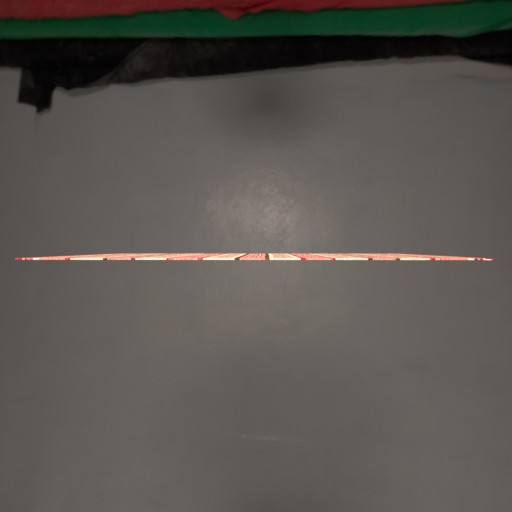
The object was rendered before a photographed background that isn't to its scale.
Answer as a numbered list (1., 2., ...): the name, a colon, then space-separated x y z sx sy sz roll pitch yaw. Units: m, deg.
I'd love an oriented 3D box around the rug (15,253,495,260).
1. rug: 0.000 0.000 3.002 2.431 0.010 1.535 0 1 1
